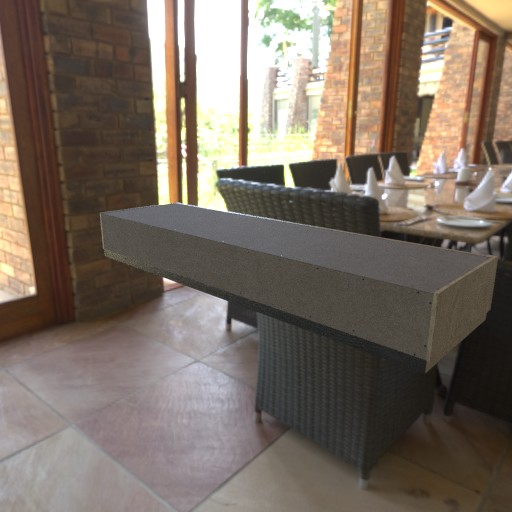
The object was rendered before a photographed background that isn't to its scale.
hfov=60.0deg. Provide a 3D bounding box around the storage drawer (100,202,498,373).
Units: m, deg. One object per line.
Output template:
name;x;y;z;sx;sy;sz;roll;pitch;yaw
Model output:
storage drawer;0.000;0.000;2.263;2.072;0.274;0.591;14;21;42
